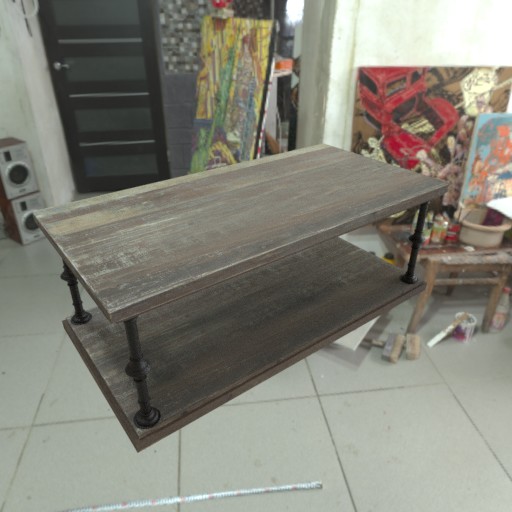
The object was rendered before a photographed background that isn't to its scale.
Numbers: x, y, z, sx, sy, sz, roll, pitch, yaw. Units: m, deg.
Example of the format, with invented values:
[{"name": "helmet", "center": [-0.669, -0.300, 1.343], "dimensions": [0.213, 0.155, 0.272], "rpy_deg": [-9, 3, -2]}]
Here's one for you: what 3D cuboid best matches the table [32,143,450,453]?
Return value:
[{"name": "table", "center": [0.000, 0.000, 1.380], "dimensions": [1.088, 0.399, 0.554], "rpy_deg": [-21, 36, -31]}]
